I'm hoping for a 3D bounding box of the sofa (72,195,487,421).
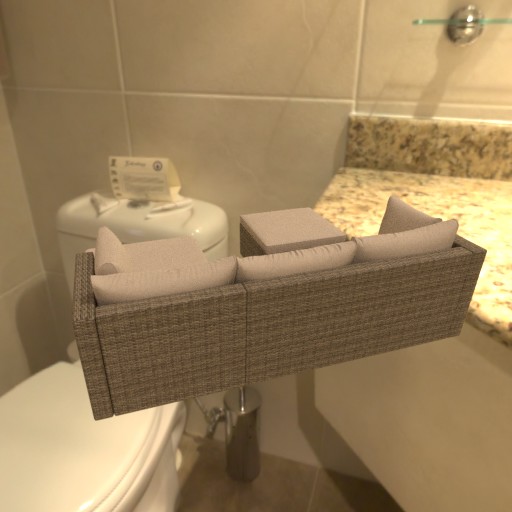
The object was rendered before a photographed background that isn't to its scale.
[{"bbox_3d":[0.000,0.000,2.981,2.192,0.766,1.662,-8,27,-17],"label":"sofa"}]
